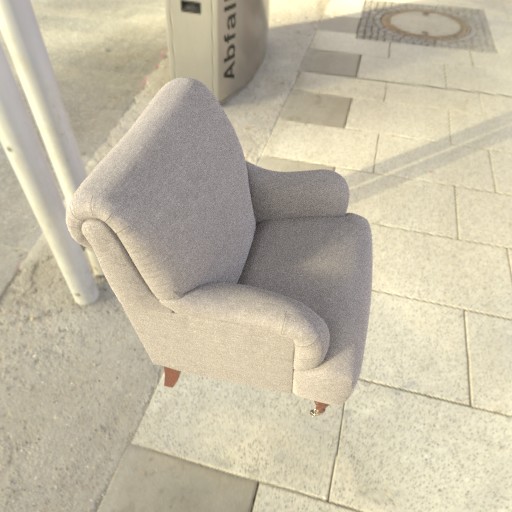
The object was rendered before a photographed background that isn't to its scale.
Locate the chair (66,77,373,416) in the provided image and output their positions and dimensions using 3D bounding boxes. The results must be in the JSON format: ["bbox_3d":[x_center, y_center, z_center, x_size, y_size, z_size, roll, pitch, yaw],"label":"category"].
[{"bbox_3d":[0.000,0.000,1.565,0.843,0.942,0.766,10,47,9],"label":"chair"}]
